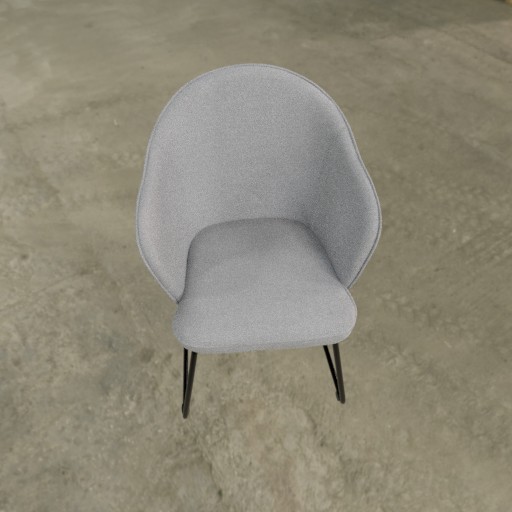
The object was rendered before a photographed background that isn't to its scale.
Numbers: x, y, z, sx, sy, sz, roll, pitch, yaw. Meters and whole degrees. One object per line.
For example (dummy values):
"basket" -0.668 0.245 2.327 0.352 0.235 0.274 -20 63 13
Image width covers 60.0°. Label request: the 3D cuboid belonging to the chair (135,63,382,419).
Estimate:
"chair" 0.000 0.000 1.233 0.570 0.817 0.592 -5 48 -4
